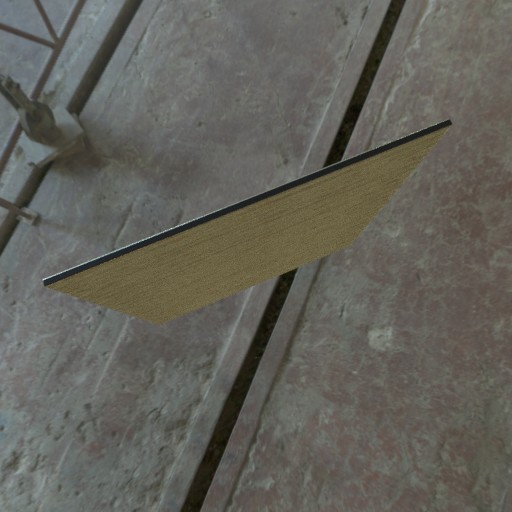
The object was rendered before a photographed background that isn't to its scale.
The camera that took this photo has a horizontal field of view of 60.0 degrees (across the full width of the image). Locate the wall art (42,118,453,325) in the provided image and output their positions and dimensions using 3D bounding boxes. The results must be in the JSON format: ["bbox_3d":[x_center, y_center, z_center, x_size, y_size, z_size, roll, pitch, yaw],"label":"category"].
[{"bbox_3d":[0.000,0.000,0.756,0.483,0.559,0.009,-22,78,-5],"label":"wall art"}]
